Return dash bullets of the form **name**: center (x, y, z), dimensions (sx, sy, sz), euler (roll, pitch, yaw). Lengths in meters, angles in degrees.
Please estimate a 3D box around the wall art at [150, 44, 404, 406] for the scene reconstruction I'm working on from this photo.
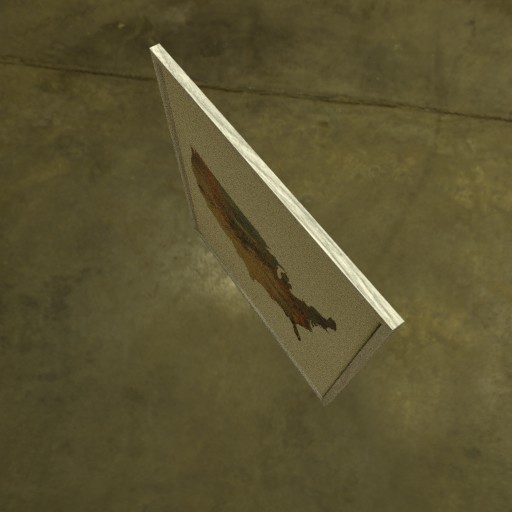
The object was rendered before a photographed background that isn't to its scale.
- **wall art**: center (0.000, 0.000, 0.766), dimensions (0.016, 0.507, 0.508), euler (-32, 68, -15)
